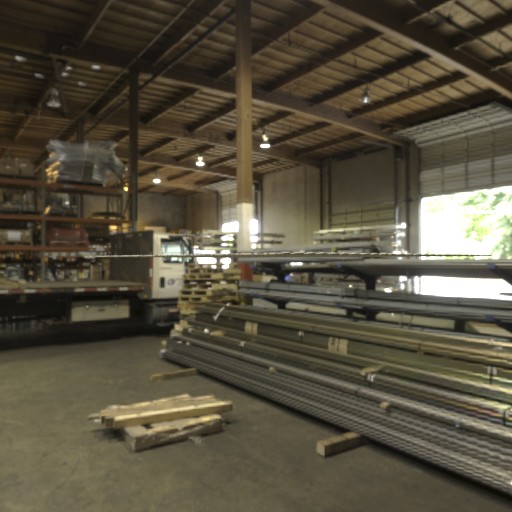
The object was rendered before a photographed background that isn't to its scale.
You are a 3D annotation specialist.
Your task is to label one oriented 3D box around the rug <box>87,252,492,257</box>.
[{"bbox_3d":[0.000,0.000,2.994,1.539,0.011,2.410,0,0,-37],"label":"rug"}]
